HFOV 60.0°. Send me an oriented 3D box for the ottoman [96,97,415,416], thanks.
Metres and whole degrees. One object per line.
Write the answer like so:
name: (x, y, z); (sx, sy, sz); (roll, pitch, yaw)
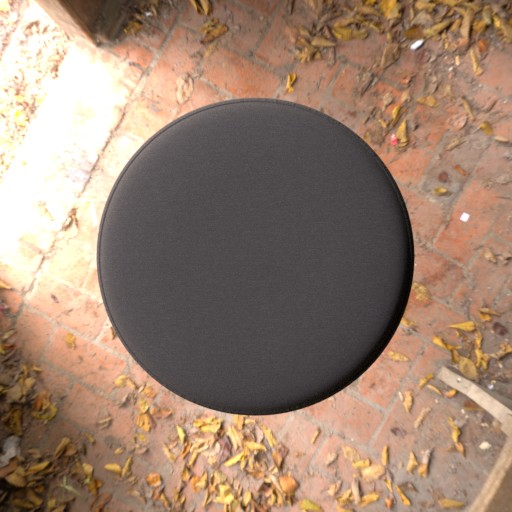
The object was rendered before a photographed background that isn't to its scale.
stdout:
ottoman: (0.000, 0.000, 1.001); (0.608, 0.433, 0.608); (0, 91, 1)
